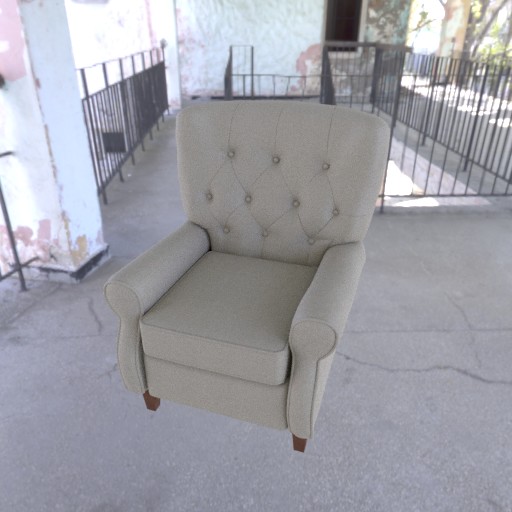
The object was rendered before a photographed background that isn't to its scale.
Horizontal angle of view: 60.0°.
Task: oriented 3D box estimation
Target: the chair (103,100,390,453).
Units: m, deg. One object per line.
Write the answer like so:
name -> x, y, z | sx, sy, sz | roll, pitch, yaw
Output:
chair -> 0.000, 0.000, 1.889 | 0.943, 1.158, 1.059 | 9, 28, 17
